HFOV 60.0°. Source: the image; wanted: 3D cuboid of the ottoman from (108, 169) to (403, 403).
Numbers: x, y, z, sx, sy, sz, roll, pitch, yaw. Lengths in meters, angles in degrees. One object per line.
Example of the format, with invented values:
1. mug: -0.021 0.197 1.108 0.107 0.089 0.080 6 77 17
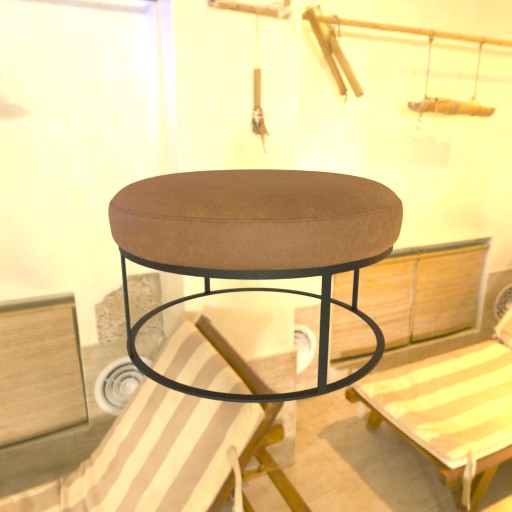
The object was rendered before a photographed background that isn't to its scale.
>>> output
1. ottoman: 0.000 0.000 1.253 0.771 0.460 0.771 0 15 0
